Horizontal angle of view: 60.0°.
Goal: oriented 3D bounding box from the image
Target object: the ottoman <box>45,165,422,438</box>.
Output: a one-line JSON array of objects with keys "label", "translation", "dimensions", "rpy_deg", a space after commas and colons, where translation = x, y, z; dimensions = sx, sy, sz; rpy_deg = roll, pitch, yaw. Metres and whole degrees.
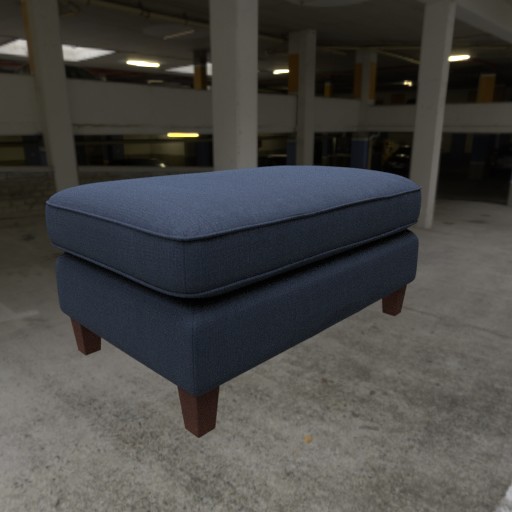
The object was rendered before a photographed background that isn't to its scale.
[{"label": "ottoman", "translation": [0.000, 0.000, 1.191], "dimensions": [0.570, 0.438, 0.885], "rpy_deg": [15, 22, 42]}]
